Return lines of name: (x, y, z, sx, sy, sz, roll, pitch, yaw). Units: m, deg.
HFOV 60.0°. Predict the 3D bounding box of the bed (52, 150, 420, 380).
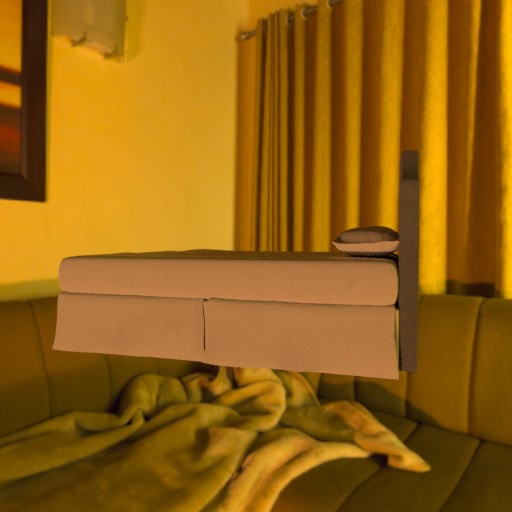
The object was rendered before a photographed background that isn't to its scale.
bed: (0.000, 0.000, 3.654, 2.464, 1.306, 1.977, 1, 2, 18)
